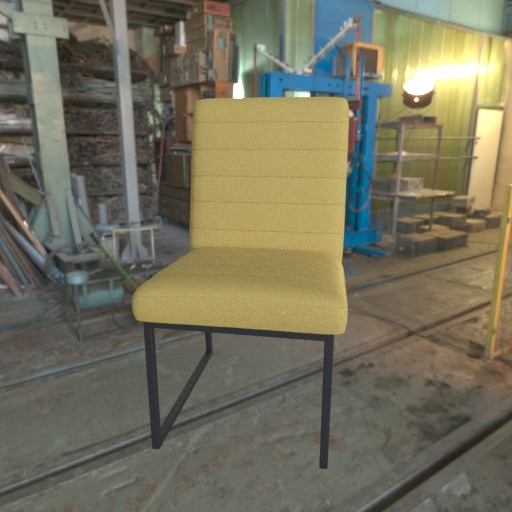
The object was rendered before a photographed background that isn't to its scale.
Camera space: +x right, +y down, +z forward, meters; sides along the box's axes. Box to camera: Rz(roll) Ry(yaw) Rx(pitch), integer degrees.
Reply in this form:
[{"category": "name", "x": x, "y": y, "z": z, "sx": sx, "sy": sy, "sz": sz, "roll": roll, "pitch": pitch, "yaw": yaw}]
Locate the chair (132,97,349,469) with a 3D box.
[{"category": "chair", "x": 0.000, "y": 0.000, "z": 1.312, "sx": 0.520, "sy": 0.930, "sz": 0.634, "roll": 2, "pitch": 15, "yaw": 9}]
